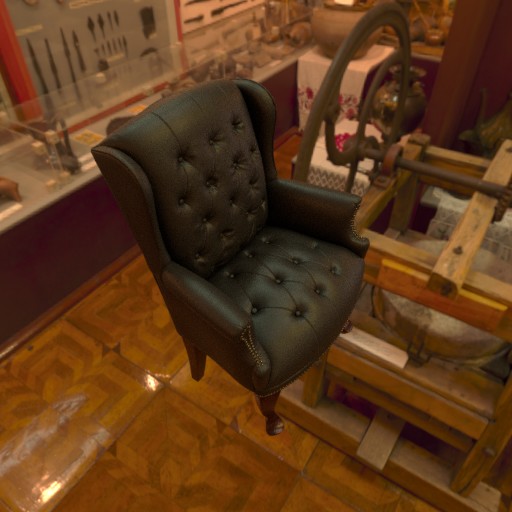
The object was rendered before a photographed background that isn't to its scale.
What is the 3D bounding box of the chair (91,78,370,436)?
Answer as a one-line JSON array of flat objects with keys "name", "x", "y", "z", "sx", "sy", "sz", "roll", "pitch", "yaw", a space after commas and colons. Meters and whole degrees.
[{"name": "chair", "x": 0.000, "y": 0.000, "z": 1.682, "sx": 0.762, "sy": 1.111, "sz": 0.838, "roll": 26, "pitch": 48, "yaw": 25}]
